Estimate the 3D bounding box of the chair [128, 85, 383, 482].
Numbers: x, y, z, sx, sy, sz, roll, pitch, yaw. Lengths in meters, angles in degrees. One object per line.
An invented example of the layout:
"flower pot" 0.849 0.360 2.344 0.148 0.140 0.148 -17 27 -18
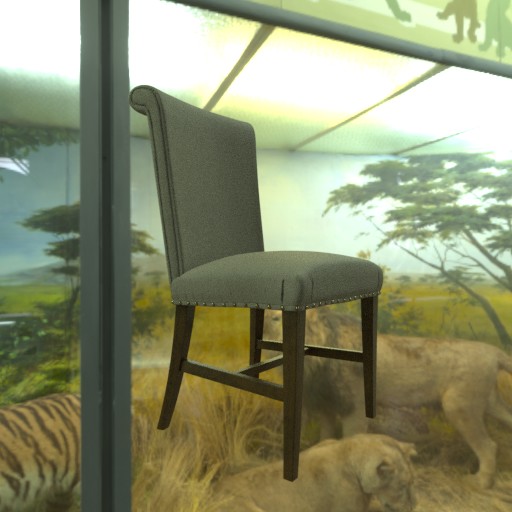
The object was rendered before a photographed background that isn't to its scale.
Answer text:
"chair" 0.000 0.000 1.330 0.608 0.988 0.513 0 1 37
